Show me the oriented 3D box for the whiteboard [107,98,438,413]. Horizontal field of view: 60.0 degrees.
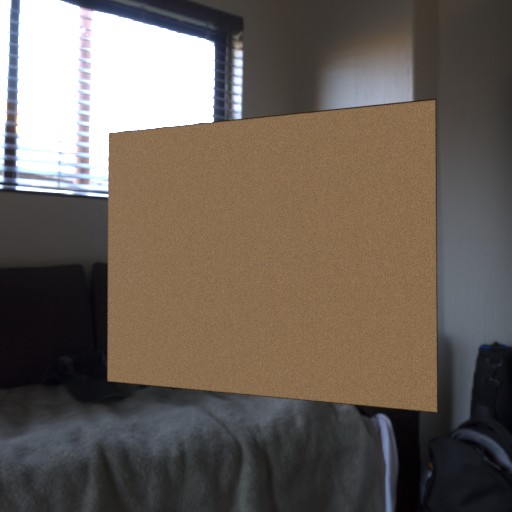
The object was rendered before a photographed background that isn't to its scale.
[{"bbox_3d":[0.000,0.000,0.743,0.561,0.457,0.029,0,-1,18],"label":"whiteboard"}]
